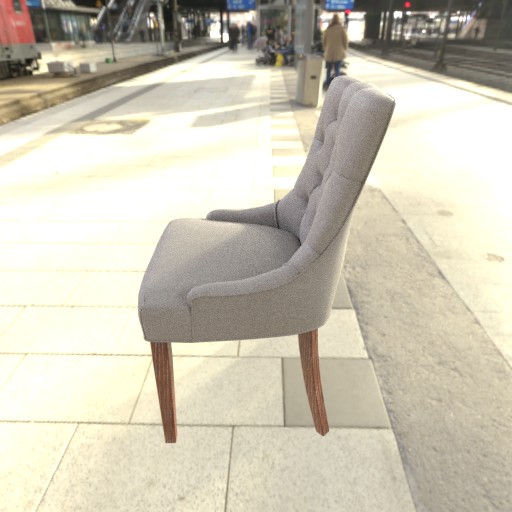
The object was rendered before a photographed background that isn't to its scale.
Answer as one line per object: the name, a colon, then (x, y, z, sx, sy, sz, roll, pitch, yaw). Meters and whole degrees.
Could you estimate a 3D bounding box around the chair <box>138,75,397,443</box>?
chair: (0.000, 0.000, 1.190, 0.565, 0.874, 0.509, 0, 27, -1)
